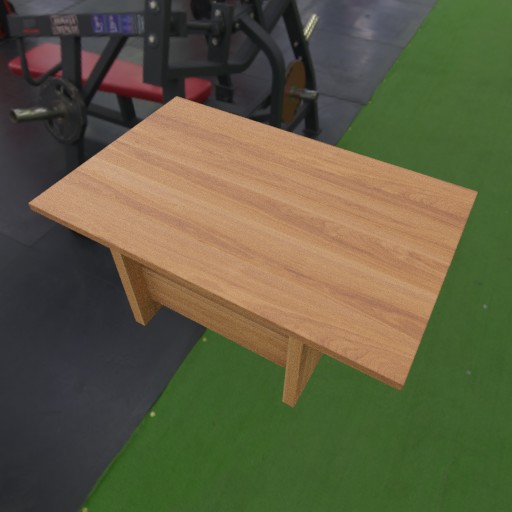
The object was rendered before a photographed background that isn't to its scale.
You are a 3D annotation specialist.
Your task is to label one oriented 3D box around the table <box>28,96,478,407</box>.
[{"bbox_3d":[0.000,0.000,1.473,1.100,0.510,0.700,23,52,20],"label":"table"}]
